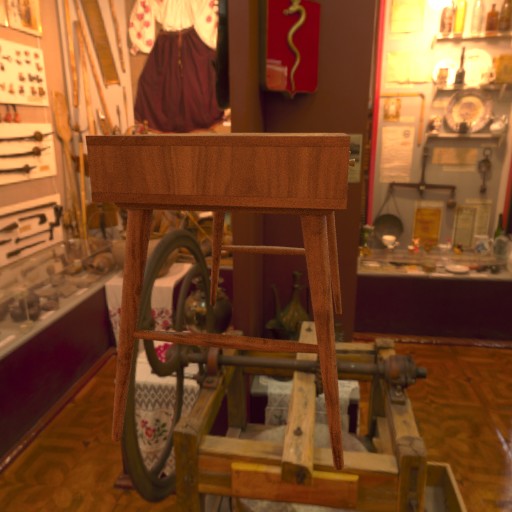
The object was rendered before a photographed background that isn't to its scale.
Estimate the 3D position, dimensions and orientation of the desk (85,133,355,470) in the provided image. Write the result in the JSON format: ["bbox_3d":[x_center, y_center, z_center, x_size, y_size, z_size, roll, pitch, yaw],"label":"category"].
[{"bbox_3d":[0.000,0.000,1.428,0.588,0.758,0.949,3,16,10],"label":"desk"}]
